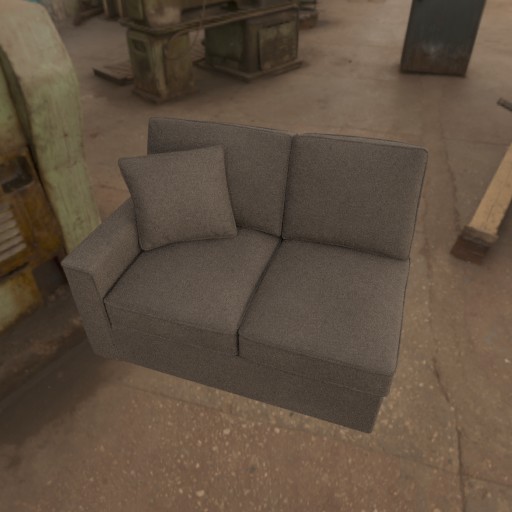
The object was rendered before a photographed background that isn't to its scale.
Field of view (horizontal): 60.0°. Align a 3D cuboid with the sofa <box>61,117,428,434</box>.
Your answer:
[{"bbox_3d":[0.000,0.000,2.083,1.388,0.989,0.991,12,40,14],"label":"sofa"}]
